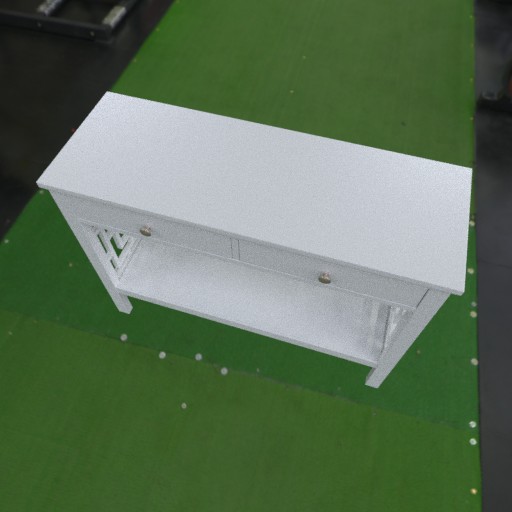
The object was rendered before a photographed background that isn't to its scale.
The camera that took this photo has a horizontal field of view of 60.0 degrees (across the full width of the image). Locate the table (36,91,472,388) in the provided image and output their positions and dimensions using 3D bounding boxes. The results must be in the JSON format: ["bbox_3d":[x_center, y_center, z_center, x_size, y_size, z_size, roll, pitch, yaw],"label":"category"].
[{"bbox_3d":[0.000,0.000,1.464,1.068,0.753,0.397,15,58,9],"label":"table"}]
